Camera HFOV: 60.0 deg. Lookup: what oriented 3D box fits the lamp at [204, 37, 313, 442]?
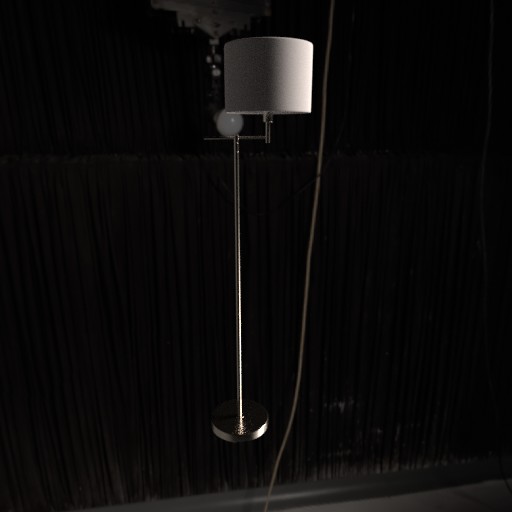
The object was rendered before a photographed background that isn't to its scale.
[{"bbox_3d":[0.000,0.000,1.838,0.416,1.600,0.324,-3,16,-10],"label":"lamp"}]
